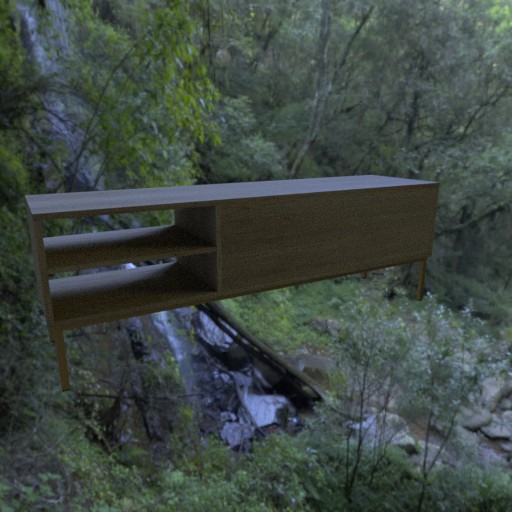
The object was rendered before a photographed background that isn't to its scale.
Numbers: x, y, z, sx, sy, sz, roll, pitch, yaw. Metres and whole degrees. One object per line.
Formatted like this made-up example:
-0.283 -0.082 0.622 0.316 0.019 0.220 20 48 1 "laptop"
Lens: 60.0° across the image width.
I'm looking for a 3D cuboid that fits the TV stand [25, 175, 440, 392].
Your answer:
0.000 0.000 1.807 1.600 0.550 0.420 -8 18 -28 "TV stand"
